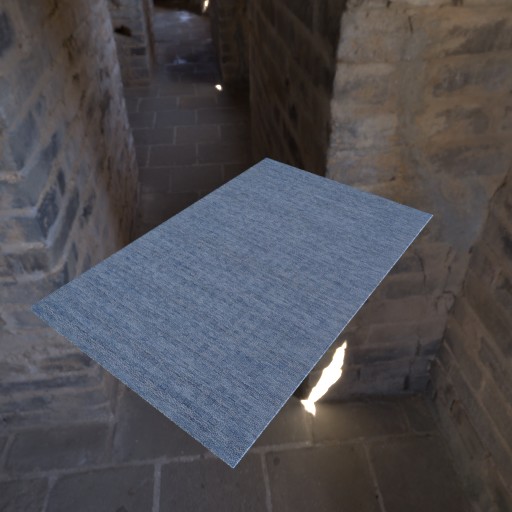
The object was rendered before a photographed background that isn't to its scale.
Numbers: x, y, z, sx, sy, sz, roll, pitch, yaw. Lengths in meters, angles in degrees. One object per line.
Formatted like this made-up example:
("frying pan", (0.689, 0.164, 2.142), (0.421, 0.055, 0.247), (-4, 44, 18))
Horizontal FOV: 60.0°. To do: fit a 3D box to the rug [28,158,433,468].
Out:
("rug", (0.000, 0.000, 2.189), (1.142, 0.006, 1.752), (26, 46, 28))
